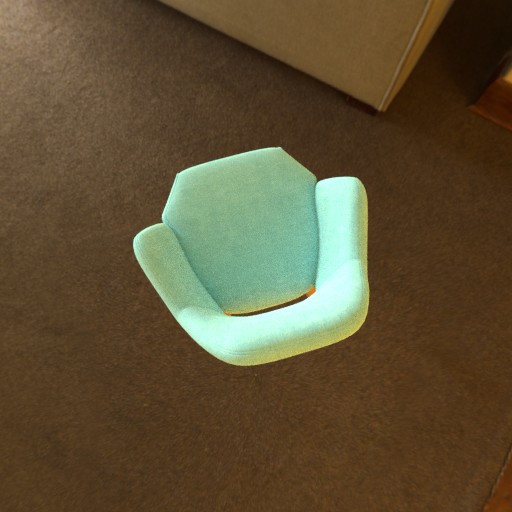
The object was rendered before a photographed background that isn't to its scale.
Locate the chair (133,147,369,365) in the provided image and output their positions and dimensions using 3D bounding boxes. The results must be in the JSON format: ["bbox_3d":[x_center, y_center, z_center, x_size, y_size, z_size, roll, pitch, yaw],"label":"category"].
[{"bbox_3d":[0.000,0.000,1.281,0.590,0.840,0.610,-15,76,-4],"label":"chair"}]
